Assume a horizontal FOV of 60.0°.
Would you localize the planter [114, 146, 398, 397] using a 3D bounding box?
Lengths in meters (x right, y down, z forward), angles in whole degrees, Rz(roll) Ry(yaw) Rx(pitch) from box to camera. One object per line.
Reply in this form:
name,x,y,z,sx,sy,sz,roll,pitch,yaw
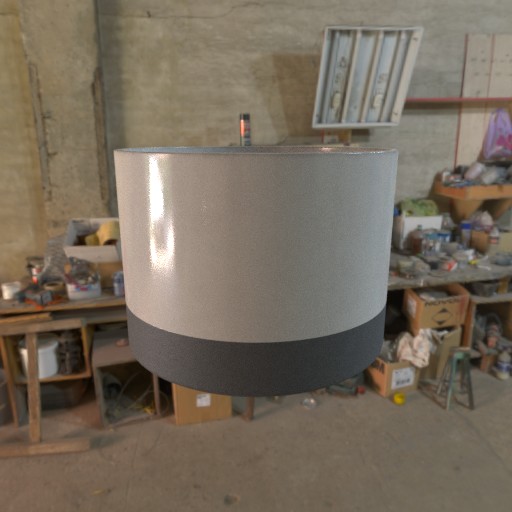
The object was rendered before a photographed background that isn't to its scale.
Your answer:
planter,0.000,0.000,0.222,0.128,0.105,0.128,0,15,0
